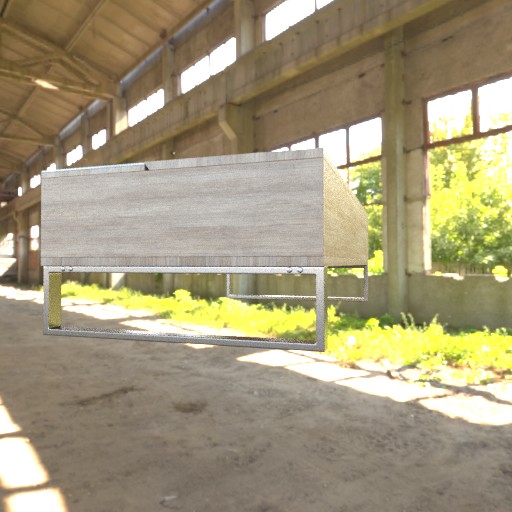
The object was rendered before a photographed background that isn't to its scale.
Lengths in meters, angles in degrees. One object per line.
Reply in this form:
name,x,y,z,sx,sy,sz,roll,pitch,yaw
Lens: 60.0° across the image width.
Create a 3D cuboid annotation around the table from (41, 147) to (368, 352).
table,0.000,0.000,1.368,0.600,0.350,1.100,0,-1,18
